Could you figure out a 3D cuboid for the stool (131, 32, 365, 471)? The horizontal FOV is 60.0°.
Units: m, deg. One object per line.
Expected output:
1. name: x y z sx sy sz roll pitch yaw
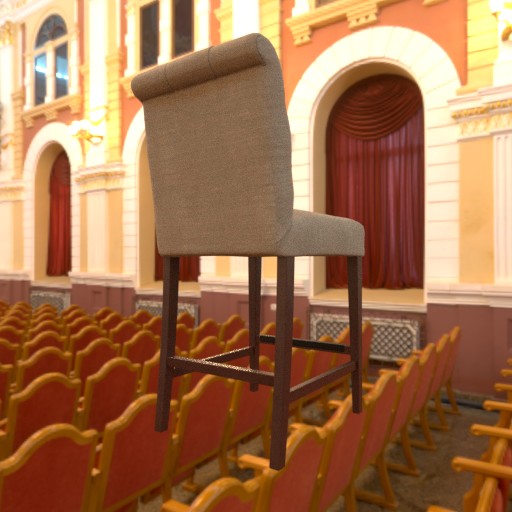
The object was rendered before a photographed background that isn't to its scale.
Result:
1. stool: 0.000 0.000 1.429 0.486 1.084 0.660 0 -1 35
